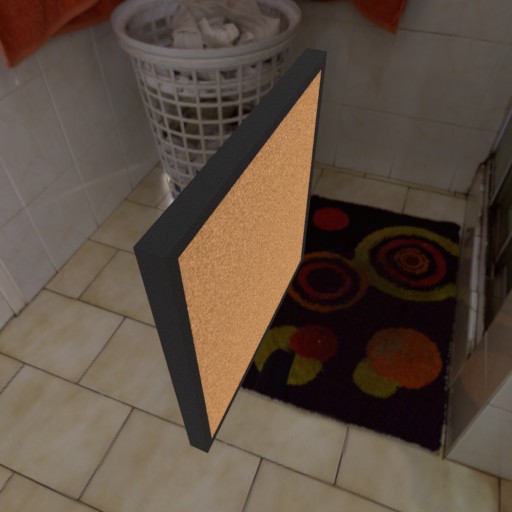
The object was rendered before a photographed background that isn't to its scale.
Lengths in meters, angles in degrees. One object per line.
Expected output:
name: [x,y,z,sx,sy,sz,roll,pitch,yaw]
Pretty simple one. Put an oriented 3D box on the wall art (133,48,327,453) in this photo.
wall art: [0.000,0.000,0.758,0.036,0.503,0.506,18,49,16]
